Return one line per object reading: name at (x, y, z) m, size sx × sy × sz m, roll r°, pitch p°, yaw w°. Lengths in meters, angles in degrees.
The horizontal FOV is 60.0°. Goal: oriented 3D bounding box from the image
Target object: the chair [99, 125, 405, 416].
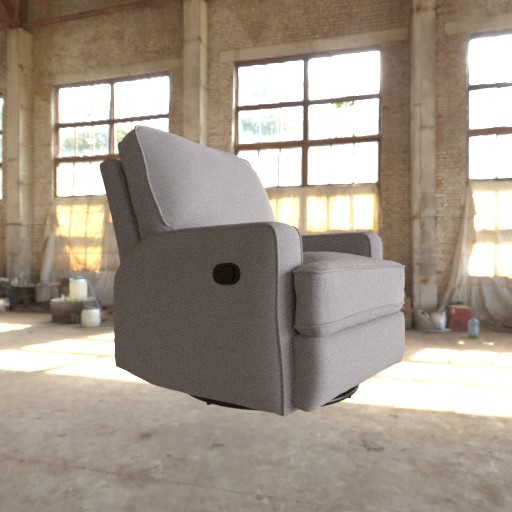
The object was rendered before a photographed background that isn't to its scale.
chair at (0.000, 0.000, 1.730) m, size 0.969 × 0.964 × 0.861 m, roll 0°, pitch 0°, yaw 35°
